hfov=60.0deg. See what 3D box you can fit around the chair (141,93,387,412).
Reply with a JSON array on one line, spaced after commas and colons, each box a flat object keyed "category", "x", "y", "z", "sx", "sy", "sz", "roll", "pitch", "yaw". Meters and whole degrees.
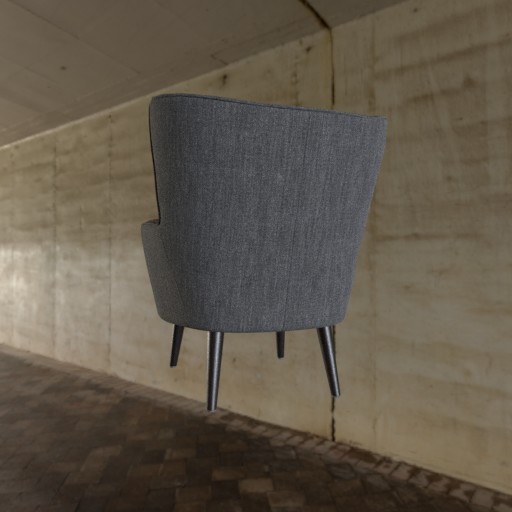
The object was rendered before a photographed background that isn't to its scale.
[{"category": "chair", "x": 0.000, "y": 0.000, "z": 1.594, "sx": 0.781, "sy": 0.933, "sz": 0.888, "roll": 0, "pitch": 0, "yaw": -19}]
